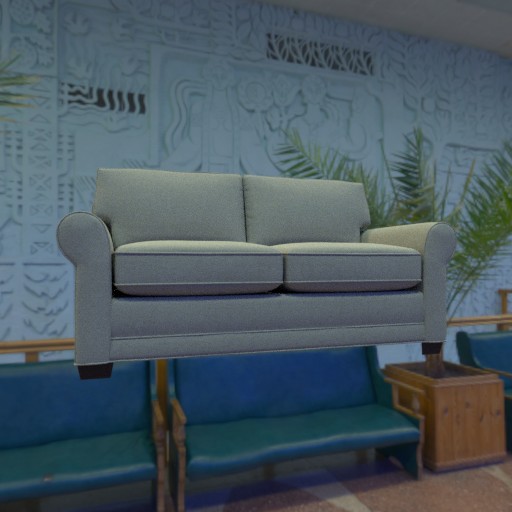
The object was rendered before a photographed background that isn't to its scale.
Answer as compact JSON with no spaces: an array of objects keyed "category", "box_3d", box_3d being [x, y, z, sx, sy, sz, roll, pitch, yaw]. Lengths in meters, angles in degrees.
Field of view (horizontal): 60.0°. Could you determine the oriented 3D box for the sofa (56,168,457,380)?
[{"category":"sofa","box_3d":[0.000,0.000,2.251,1.774,0.933,0.861,0,-1,-17]}]
